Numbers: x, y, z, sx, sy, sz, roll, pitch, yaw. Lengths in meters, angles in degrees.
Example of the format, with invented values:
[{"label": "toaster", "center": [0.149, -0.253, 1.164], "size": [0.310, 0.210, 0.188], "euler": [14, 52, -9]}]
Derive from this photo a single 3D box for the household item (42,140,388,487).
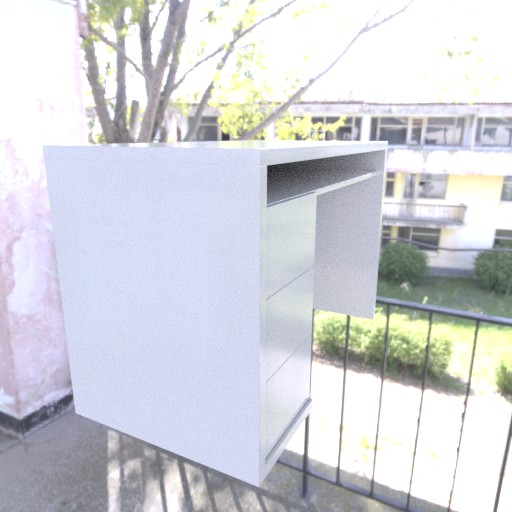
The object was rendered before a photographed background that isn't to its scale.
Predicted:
[{"label": "household item", "center": [0.000, 0.000, 1.512], "size": [0.597, 0.749, 1.100], "euler": [8, 17, 27]}]
